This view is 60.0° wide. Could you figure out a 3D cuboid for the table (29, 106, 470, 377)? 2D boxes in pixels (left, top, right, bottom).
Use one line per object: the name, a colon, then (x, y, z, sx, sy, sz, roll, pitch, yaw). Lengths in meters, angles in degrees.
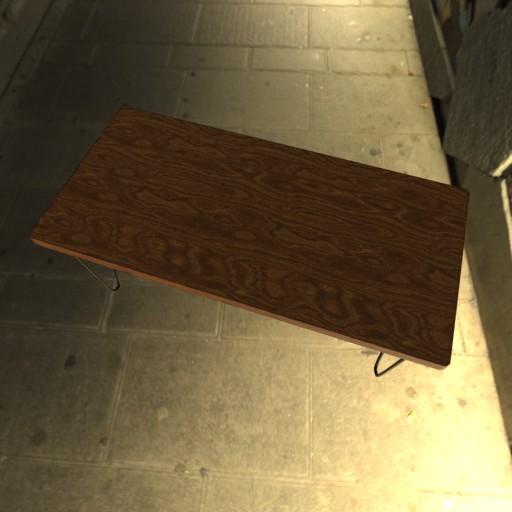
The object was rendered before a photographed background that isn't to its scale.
table: (0.000, 0.000, 2.300, 1.791, 0.753, 0.883, 16, 60, 10)
